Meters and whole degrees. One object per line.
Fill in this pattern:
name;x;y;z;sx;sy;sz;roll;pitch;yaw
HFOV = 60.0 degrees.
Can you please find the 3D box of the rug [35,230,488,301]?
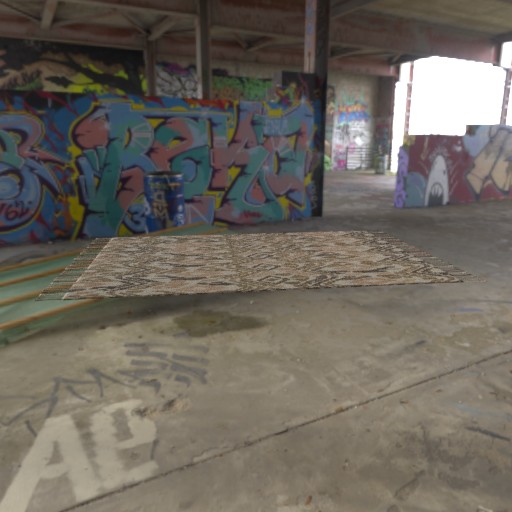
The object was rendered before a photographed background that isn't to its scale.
rug;0.000;0.000;3.049;2.438;0.008;1.524;-2;15;-8
